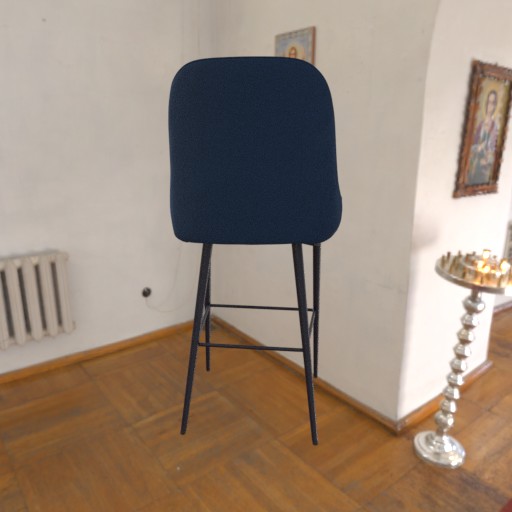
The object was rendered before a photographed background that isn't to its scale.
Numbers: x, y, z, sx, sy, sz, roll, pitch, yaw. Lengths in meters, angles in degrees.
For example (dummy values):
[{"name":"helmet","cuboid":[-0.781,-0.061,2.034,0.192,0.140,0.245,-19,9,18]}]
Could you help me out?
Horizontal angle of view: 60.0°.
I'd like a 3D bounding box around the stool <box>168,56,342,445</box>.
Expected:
[{"name":"stool","cuboid":[0.000,0.000,1.386,0.527,1.079,0.489,2,16,6]}]
